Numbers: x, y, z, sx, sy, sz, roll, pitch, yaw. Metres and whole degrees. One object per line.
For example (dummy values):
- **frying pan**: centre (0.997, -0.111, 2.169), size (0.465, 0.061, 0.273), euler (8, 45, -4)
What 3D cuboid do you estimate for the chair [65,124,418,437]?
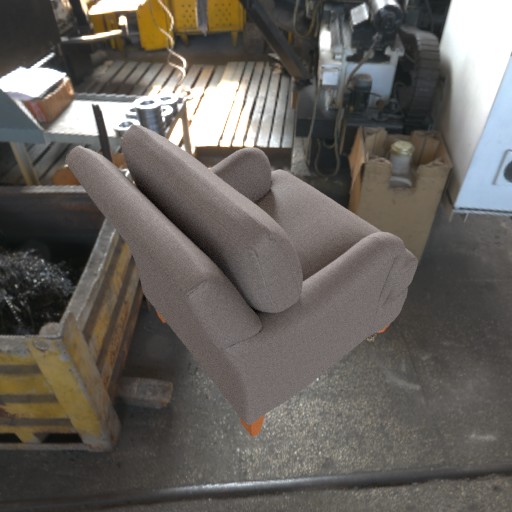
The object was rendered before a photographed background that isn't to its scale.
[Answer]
- **chair**: centre (0.000, 0.000, 1.860), size (1.070, 1.038, 0.955), euler (-27, 48, -27)
